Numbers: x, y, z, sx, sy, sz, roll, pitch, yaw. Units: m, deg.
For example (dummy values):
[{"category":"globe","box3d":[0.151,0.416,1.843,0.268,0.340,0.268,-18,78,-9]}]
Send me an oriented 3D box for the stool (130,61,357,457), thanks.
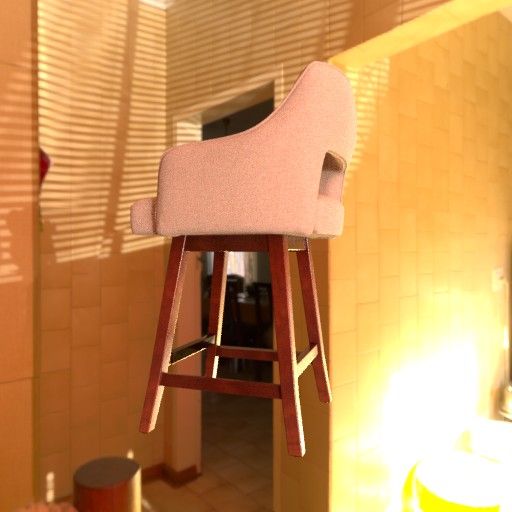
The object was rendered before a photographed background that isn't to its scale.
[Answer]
[{"category":"stool","box3d":[0.000,0.000,1.284,0.560,0.936,0.550,0,1,19]}]
